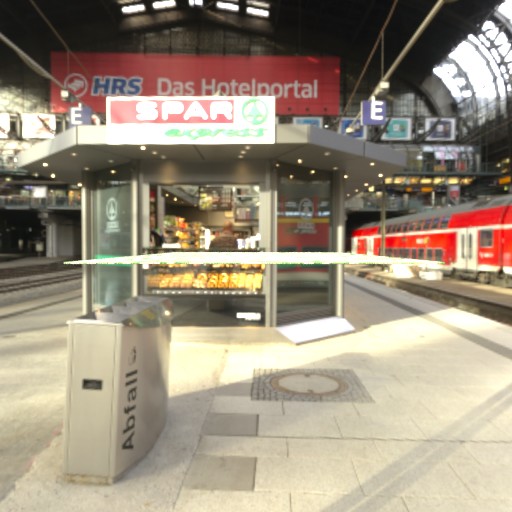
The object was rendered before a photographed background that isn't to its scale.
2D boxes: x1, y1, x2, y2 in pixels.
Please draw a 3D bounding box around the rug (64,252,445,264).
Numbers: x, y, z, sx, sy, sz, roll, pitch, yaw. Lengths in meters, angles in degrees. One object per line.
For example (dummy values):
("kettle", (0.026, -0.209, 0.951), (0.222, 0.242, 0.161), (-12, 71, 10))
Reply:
("rug", (0.000, 0.000, 2.325), (1.220, 0.006, 1.826), (0, 1, 0))
